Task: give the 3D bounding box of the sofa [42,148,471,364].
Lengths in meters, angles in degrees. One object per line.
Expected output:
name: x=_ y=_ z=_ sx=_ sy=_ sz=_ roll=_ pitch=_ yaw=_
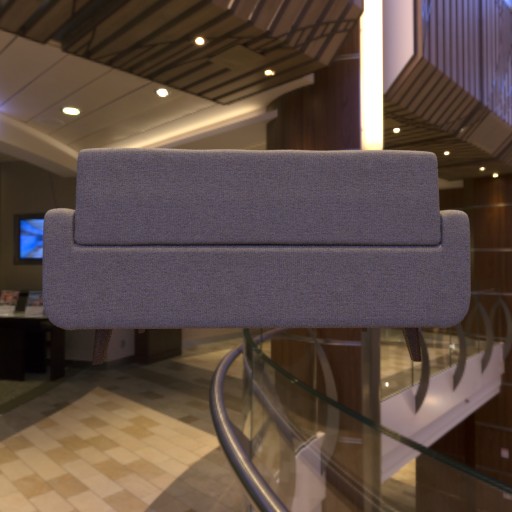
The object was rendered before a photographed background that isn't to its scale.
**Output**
sofa: x=0.000 y=0.000 z=2.125 sx=1.631 sy=0.841 sz=0.909 roll=0 pitch=-1 yaw=-2
